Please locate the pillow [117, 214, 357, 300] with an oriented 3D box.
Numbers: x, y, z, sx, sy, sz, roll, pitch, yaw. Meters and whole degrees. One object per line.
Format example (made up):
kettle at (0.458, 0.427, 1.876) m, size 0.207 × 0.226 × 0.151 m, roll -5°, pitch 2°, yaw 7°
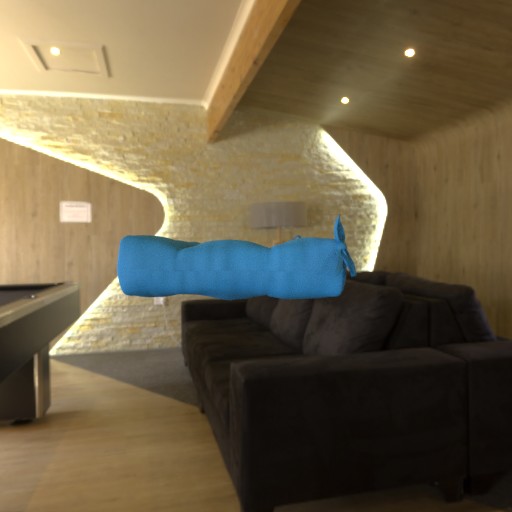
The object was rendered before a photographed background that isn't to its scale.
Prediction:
pillow at (0.000, 0.000, 1.384) m, size 0.511 × 0.174 × 1.194 m, roll 0°, pitch 1°, yaw 2°
